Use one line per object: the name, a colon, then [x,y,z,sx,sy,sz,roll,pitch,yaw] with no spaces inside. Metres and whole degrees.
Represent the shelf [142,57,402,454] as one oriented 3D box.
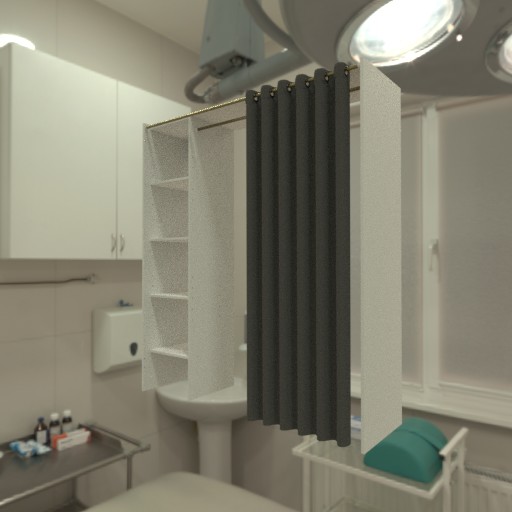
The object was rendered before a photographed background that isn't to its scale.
shelf: [0.000,0.000,2.685,1.600,1.810,0.500,-1,-1,38]
